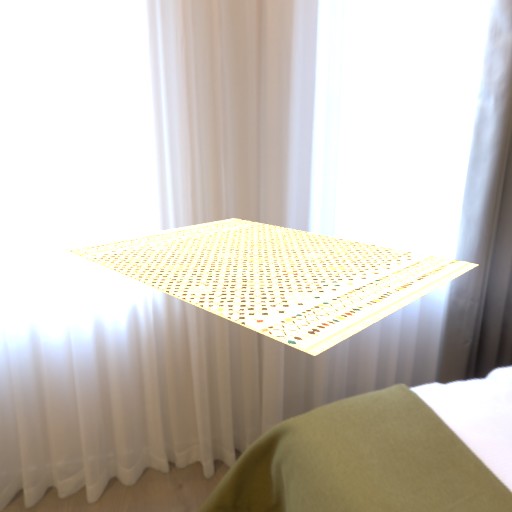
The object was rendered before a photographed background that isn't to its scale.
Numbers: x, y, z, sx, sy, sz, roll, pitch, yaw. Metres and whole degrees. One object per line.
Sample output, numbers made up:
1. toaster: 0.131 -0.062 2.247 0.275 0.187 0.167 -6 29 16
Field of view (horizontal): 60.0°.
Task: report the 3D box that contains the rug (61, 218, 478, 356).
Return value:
1. rug: 0.000 0.000 2.039 1.556 0.006 1.146 15 21 43
